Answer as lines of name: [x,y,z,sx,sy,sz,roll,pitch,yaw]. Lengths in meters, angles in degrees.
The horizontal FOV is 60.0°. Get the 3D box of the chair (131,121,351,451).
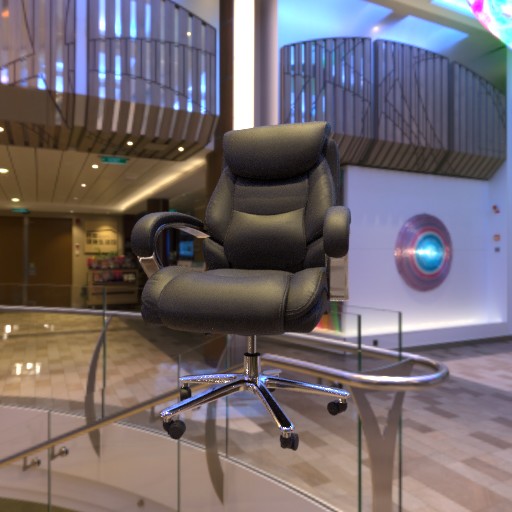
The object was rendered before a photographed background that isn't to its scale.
chair: [0.000,0.000,1.692,0.755,1.183,0.790,0,0,18]
